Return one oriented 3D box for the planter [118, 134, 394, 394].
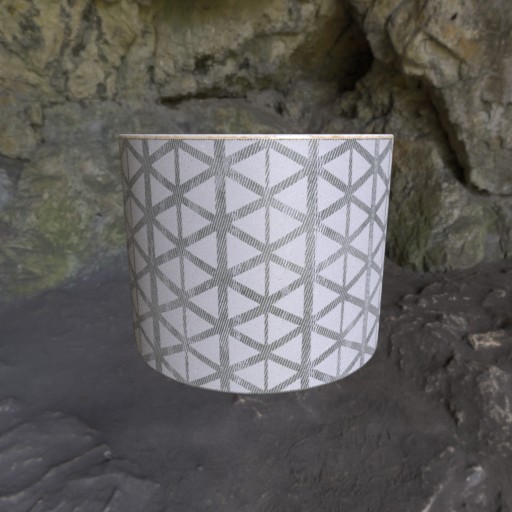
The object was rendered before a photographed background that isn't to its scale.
[{"bbox_3d":[0.000,0.000,0.343,0.190,0.181,0.190,0,15,0],"label":"planter"}]
